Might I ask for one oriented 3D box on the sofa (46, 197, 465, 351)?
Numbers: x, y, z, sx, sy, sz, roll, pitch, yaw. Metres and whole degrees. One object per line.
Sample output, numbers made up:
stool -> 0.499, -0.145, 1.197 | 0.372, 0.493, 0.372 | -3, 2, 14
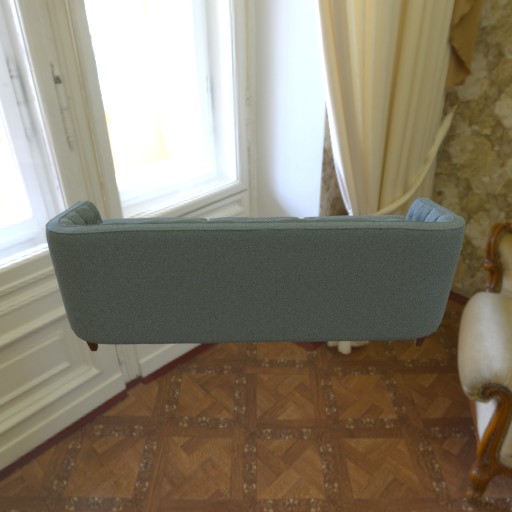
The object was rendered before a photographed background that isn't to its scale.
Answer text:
sofa -> 0.000, 0.000, 2.751 | 2.278, 0.855, 0.941 | -1, 30, -1
